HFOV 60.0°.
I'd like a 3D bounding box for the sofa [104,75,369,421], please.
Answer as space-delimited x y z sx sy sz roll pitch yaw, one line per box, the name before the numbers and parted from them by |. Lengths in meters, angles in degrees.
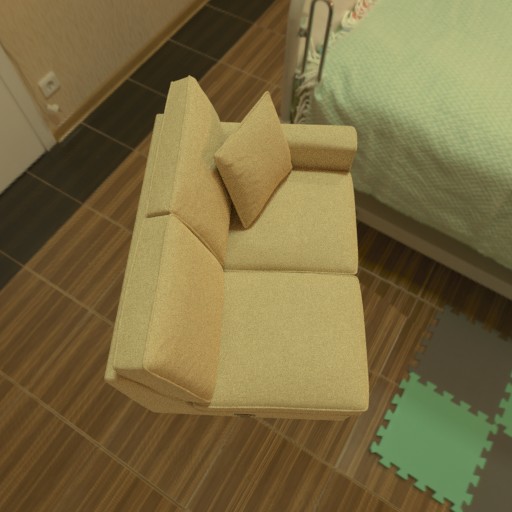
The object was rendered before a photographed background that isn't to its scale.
sofa | 0.000 0.000 2.091 0.991 0.989 1.388 2 63 1
